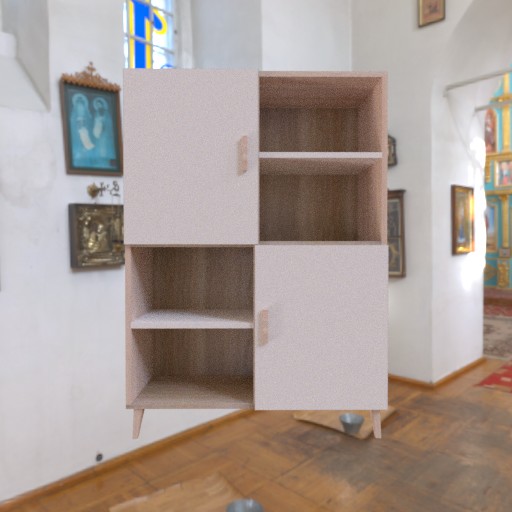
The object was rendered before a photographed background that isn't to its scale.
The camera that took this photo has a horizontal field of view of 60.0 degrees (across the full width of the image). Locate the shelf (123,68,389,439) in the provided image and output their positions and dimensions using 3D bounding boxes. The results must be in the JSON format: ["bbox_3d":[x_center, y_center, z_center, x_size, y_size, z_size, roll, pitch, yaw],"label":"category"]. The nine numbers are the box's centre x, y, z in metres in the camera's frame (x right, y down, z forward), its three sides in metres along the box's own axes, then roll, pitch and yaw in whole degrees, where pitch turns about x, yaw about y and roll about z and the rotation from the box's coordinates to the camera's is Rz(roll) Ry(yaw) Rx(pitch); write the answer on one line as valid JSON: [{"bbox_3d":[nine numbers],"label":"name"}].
[{"bbox_3d":[0.000,0.000,1.865,0.995,1.405,0.434,0,1,0],"label":"shelf"}]
